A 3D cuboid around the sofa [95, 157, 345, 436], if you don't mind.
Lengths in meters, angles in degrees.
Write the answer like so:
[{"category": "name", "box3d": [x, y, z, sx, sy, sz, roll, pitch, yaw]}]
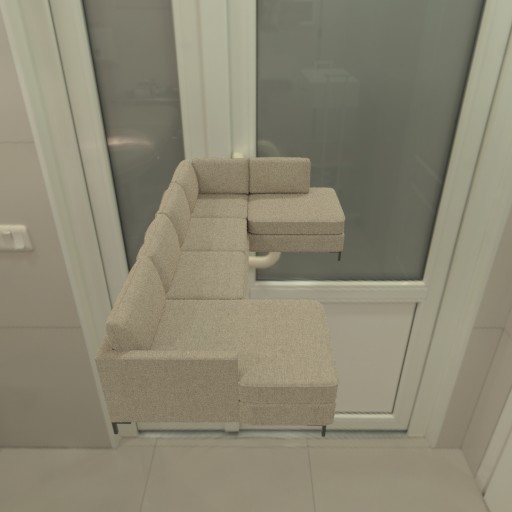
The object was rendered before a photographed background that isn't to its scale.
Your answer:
[{"category": "sofa", "box3d": [0.000, 0.000, 4.339, 2.021, 0.996, 3.423, 0, 30, 0]}]
